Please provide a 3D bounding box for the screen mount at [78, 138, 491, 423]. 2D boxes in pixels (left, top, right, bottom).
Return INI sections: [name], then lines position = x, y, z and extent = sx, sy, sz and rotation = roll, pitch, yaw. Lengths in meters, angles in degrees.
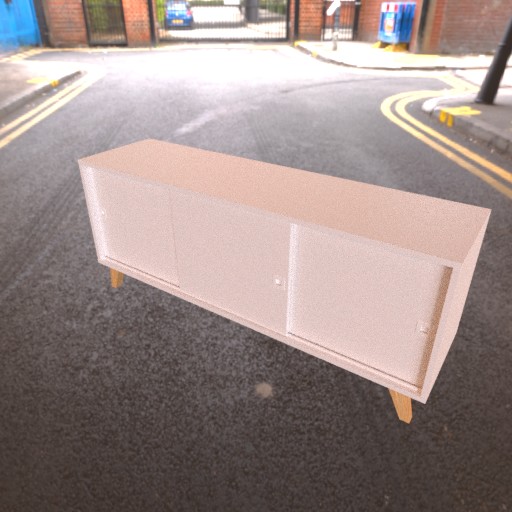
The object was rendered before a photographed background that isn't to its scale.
[screen mount]
position = 0.000, 0.000, 1.744
extent = 1.490, 0.619, 0.400
rotation = 18, 34, 29
